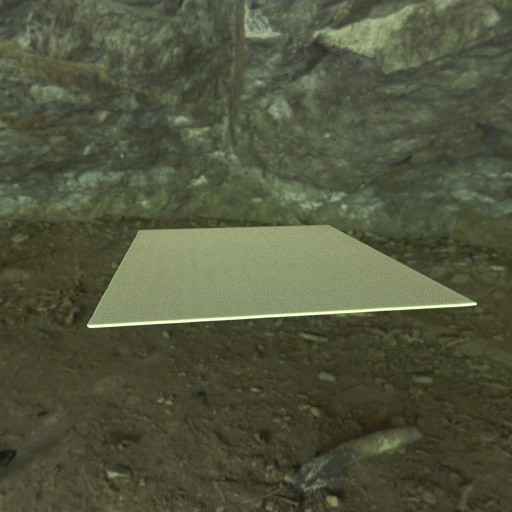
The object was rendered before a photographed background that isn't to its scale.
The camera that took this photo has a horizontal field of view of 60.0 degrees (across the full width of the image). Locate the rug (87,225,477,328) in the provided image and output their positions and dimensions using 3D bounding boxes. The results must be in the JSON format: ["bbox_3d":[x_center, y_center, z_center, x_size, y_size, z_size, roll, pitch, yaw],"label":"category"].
[{"bbox_3d":[0.000,0.000,4.130,2.407,0.020,3.051,-2,14,-9],"label":"rug"}]
